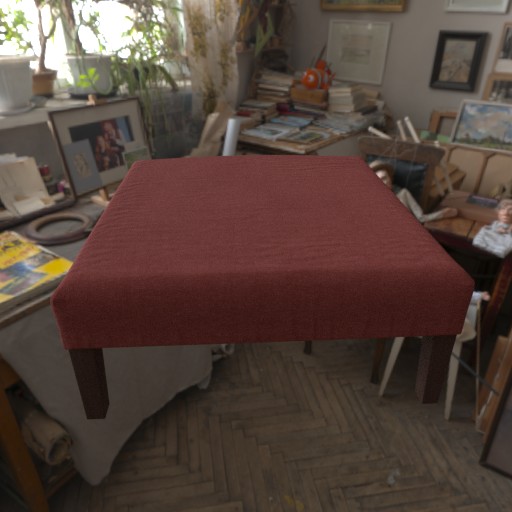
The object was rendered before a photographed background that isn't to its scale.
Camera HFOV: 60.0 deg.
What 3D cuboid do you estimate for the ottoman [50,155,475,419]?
[{"bbox_3d":[0.000,0.000,1.377,0.890,0.411,0.889,-2,29,-3],"label":"ottoman"}]
